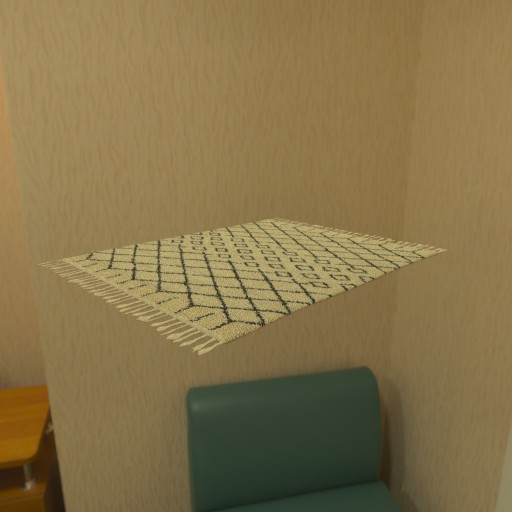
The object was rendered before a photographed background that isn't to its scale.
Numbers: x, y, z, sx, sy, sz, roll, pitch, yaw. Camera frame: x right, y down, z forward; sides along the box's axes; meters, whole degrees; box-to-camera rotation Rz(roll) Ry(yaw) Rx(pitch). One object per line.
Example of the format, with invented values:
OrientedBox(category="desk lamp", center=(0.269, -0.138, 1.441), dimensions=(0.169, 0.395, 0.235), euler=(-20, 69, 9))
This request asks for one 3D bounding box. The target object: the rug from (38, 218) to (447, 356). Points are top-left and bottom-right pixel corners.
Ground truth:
OrientedBox(category="rug", center=(0.000, 0.000, 4.282), dimensions=(3.213, 0.030, 2.388), euler=(-15, 22, -42))
